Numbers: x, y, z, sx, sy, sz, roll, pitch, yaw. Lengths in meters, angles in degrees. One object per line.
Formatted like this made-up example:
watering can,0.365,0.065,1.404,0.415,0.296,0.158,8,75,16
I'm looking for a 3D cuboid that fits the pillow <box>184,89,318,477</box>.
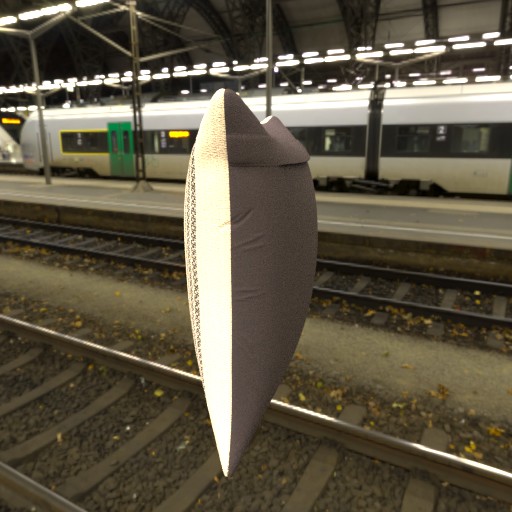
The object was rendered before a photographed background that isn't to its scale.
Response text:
pillow,0.000,0.000,0.633,0.173,0.406,0.405,2,14,8
